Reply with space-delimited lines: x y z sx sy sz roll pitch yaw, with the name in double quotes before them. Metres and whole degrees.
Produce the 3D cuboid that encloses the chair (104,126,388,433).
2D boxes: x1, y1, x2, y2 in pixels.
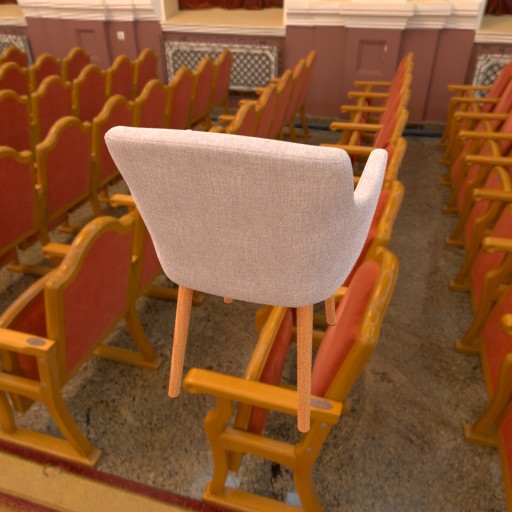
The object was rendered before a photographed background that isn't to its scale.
"chair" 0.000 0.000 1.155 0.570 0.780 0.540 10 34 15
